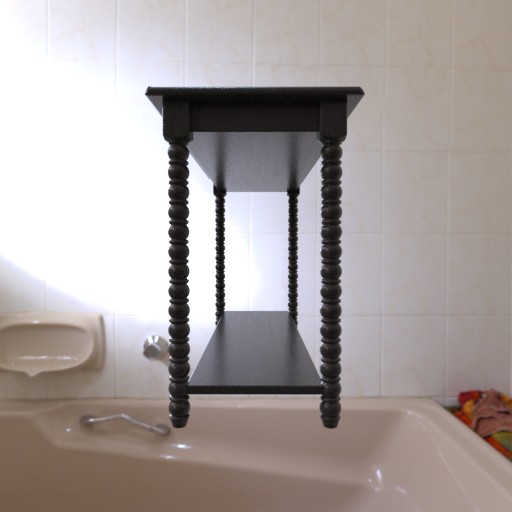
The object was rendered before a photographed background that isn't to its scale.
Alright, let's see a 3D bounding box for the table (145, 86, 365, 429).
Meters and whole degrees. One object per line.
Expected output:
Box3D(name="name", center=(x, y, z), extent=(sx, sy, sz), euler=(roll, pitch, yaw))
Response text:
Box3D(name="table", center=(0.000, 0.000, 1.514), extent=(0.459, 0.735, 1.184), euler=(0, 1, 0))
